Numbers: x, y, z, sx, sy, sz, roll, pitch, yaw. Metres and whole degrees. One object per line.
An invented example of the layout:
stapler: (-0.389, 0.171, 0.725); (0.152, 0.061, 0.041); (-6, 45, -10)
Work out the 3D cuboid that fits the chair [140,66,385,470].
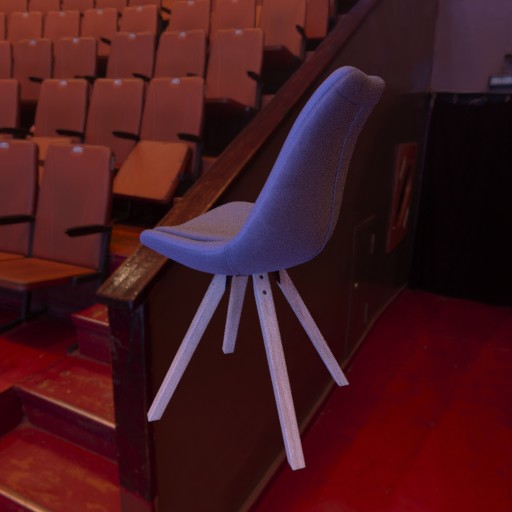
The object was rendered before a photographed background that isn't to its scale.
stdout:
chair: (0.000, 0.000, 1.151); (0.547, 0.865, 0.483); (8, 19, 25)
